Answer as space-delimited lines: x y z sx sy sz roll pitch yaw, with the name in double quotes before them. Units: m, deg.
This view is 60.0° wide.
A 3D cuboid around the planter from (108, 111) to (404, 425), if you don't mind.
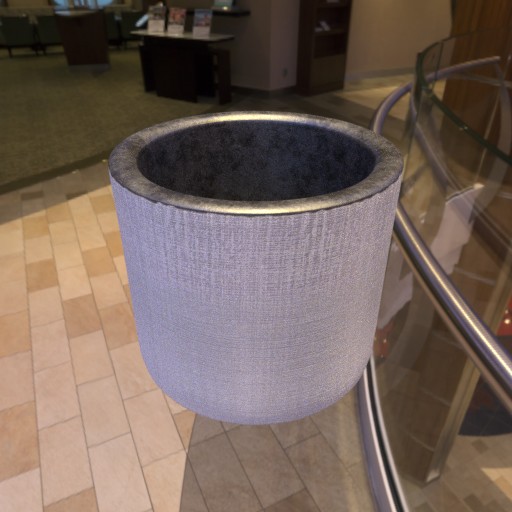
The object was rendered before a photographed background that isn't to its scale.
"planter" 0.000 0.000 0.220 0.125 0.112 0.125 0 32 0
